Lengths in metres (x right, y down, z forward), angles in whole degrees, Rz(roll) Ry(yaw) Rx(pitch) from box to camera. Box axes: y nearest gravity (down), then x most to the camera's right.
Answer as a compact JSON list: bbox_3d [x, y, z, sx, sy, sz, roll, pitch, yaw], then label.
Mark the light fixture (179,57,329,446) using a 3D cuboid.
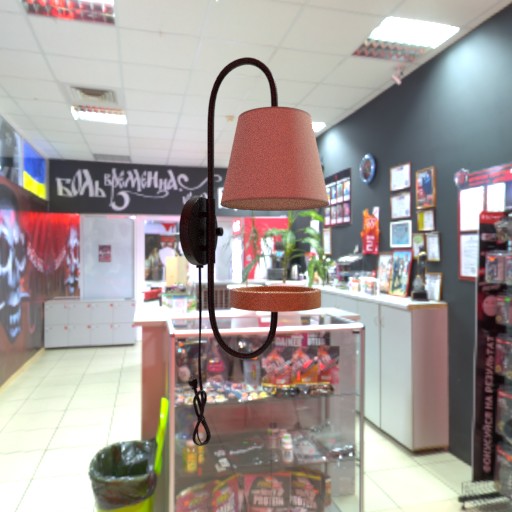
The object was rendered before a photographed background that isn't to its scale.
[{"bbox_3d":[0.000,0.000,0.913,0.299,0.821,0.220,0,0,19],"label":"light fixture"}]
